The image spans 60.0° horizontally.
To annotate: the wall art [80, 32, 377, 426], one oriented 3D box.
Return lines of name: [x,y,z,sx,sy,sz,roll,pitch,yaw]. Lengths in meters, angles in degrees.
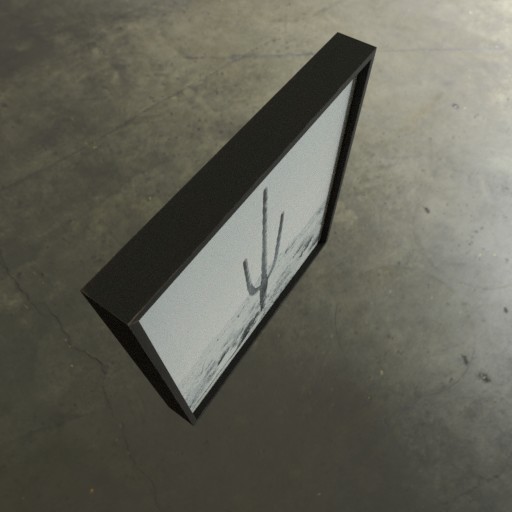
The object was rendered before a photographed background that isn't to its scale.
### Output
wall art: [0.000,0.000,0.447,0.038,0.305,0.305,31,64,17]
